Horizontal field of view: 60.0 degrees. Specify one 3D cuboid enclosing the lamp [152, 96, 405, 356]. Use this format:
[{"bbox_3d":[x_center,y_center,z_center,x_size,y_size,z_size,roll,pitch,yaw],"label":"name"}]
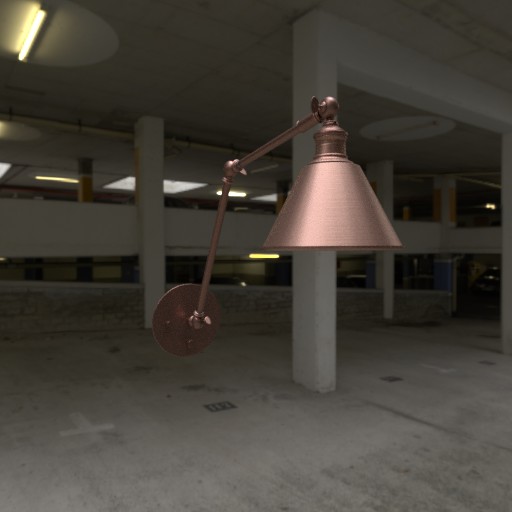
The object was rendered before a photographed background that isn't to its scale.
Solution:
[{"bbox_3d":[0.000,0.000,0.862,0.223,0.502,0.624,-1,1,-36],"label":"lamp"}]
